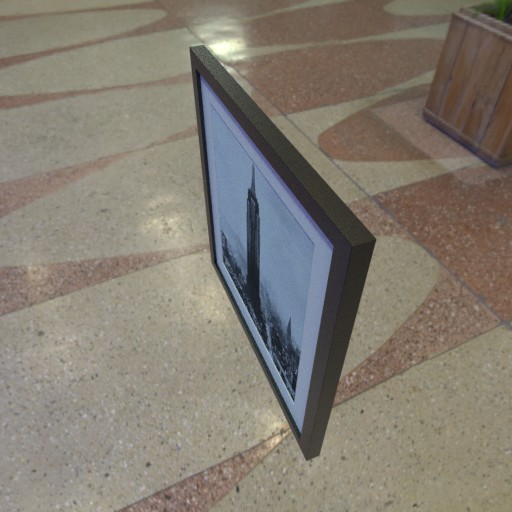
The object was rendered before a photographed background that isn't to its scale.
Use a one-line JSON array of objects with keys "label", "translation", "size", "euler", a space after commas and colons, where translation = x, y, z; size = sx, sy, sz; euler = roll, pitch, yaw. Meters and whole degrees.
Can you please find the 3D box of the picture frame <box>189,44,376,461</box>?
[{"label": "picture frame", "translation": [0.000, 0.000, 0.815], "size": [0.029, 0.557, 0.559], "euler": [-16, 47, -16]}]
